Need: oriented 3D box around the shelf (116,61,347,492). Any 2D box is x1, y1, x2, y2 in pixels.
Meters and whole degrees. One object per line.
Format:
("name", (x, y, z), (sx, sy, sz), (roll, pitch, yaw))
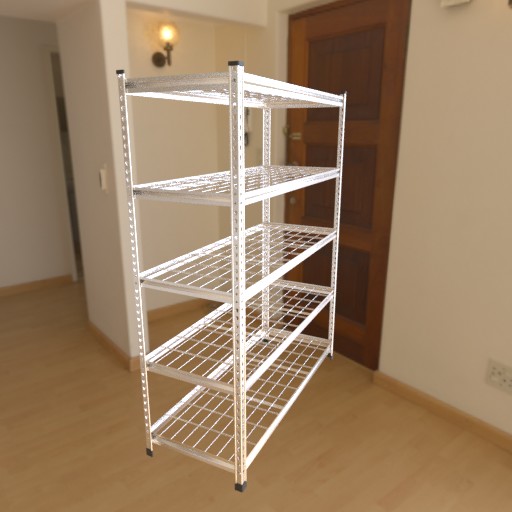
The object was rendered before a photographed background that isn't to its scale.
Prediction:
("shelf", (0.000, 0.000, 2.715), (0.610, 1.981, 1.524), (8, 17, 25))
